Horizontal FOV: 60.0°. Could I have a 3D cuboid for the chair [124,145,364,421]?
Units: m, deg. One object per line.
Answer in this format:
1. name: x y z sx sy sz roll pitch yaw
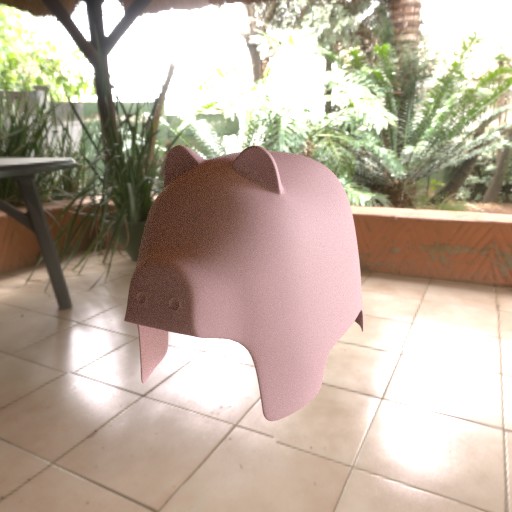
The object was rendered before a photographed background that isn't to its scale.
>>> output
1. chair: 0.000 0.000 0.870 0.364 0.423 0.619 7 16 25
